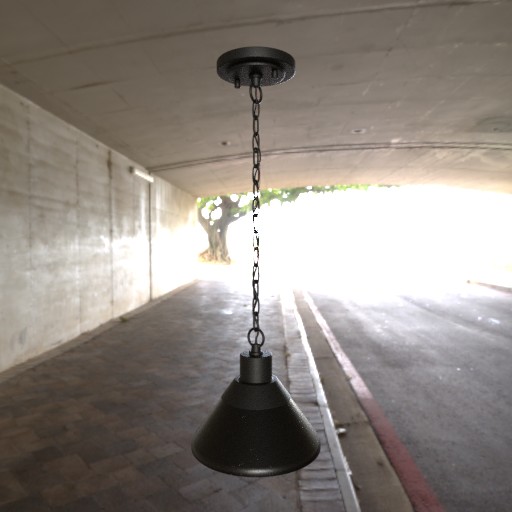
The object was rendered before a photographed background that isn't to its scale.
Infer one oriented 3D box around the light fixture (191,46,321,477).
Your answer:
[{"bbox_3d":[0.000,0.000,0.686,0.201,0.588,0.201,1,2,35],"label":"light fixture"}]
